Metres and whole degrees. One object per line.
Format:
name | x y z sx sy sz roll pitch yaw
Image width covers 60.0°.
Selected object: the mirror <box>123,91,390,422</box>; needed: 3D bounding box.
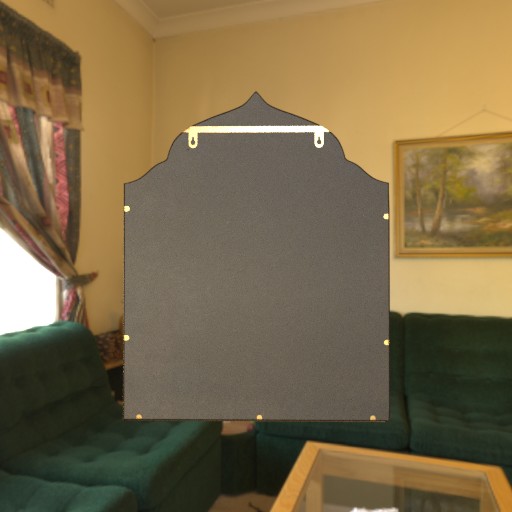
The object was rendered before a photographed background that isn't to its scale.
mirror | 0.000 0.000 0.858 0.513 0.635 0.018 0 -1 1
